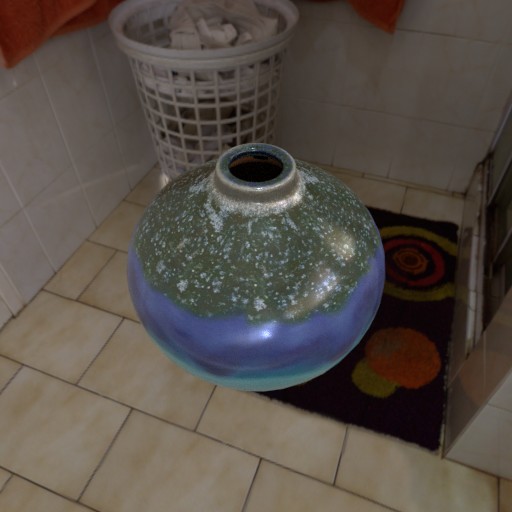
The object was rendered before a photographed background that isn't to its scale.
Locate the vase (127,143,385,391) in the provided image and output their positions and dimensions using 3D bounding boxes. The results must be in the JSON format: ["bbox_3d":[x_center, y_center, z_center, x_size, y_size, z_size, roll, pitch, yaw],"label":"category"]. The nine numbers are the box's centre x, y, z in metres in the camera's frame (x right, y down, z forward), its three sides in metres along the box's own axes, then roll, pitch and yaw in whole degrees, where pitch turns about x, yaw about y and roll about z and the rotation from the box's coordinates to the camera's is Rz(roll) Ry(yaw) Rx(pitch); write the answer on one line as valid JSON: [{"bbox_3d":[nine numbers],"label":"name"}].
[{"bbox_3d":[0.000,0.000,0.268,0.154,0.133,0.154,0,47,0],"label":"vase"}]
